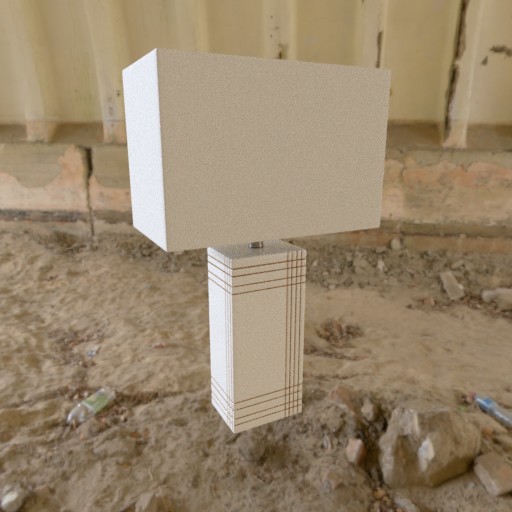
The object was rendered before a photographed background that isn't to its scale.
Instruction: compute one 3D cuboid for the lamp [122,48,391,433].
[{"bbox_3d":[0.000,0.000,0.693,0.334,0.543,0.182,-8,17,-26],"label":"lamp"}]
